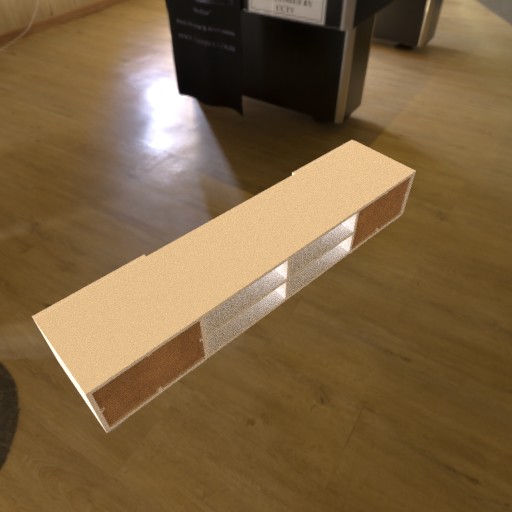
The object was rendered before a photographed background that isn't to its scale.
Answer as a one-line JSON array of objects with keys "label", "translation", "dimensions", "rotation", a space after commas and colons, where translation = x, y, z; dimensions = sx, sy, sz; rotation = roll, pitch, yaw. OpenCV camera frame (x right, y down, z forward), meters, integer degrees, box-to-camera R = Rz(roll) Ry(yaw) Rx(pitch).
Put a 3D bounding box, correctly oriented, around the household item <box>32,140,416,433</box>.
[{"label": "household item", "translation": [0.000, 0.000, 2.069], "dimensions": [1.850, 0.310, 0.420], "rotation": [-33, 54, -28]}]
